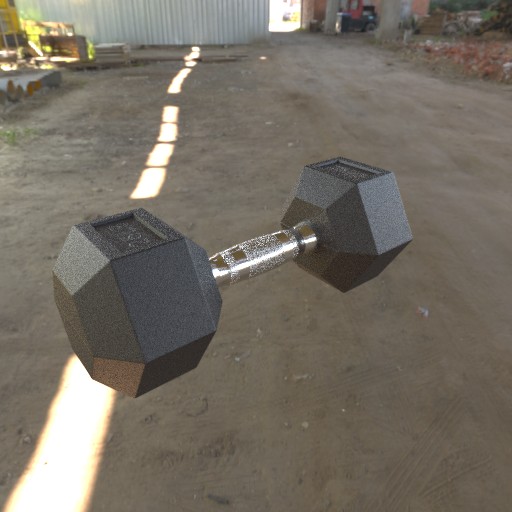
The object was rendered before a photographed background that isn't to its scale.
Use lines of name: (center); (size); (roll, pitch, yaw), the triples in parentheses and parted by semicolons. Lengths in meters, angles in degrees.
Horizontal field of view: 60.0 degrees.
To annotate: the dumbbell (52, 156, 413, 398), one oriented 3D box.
dumbbell: (0.000, 0.000, 0.384); (0.315, 0.113, 0.129); (-21, 35, -33)
